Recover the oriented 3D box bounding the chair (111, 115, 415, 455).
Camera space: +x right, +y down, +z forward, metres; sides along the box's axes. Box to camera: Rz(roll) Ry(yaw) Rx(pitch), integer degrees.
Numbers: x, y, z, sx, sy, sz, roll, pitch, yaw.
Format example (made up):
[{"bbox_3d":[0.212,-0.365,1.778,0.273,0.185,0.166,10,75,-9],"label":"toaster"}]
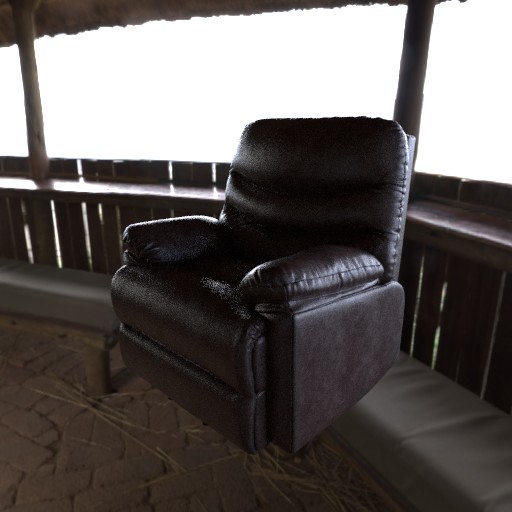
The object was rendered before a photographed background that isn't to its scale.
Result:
[{"bbox_3d":[0.000,0.000,1.719,0.879,1.041,0.940,-15,22,-43],"label":"chair"}]
